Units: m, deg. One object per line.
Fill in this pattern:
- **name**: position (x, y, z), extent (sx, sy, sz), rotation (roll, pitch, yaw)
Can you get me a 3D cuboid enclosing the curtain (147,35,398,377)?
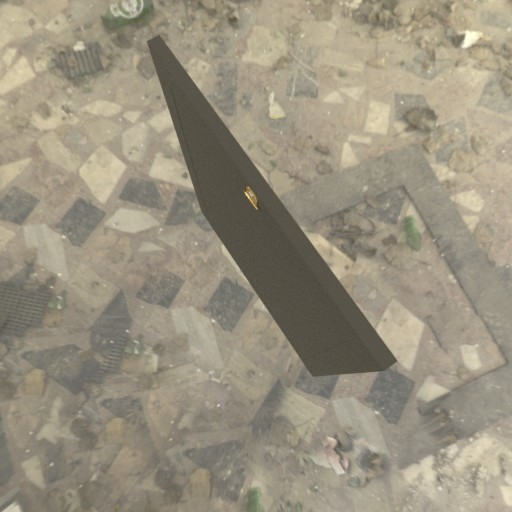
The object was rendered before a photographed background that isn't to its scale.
- **curtain**: position (0.000, 0.000, 0.786), extent (0.027, 0.585, 0.483), rotation (-33, 77, -9)
